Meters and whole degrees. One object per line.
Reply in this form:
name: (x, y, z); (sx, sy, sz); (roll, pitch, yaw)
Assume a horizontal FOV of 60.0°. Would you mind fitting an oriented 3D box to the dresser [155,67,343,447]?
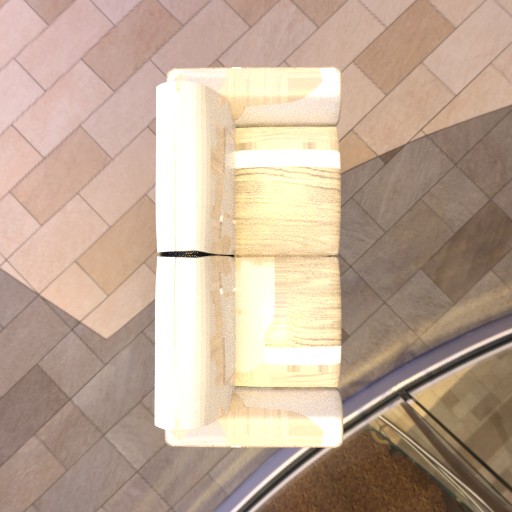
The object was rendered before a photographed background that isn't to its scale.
dresser: (0.000, 0.000, 5.707); (2.251, 1.863, 4.679); (0, 89, 1)
